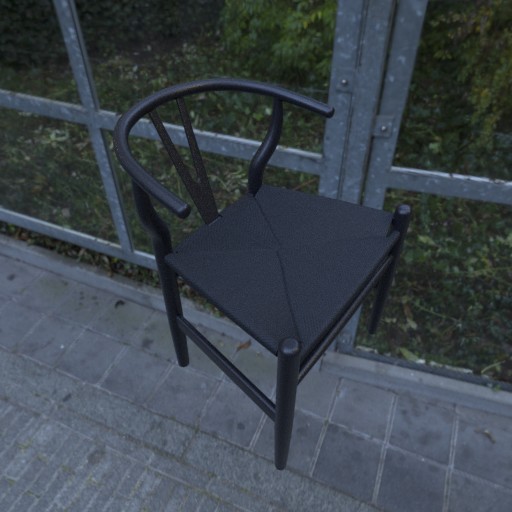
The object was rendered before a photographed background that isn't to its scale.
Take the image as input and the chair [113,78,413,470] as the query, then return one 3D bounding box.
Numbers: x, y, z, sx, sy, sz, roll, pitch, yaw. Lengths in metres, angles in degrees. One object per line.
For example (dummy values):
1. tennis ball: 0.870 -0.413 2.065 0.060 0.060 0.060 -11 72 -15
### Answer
1. chair: 0.000 0.000 1.142 0.579 0.730 0.569 26 47 27
